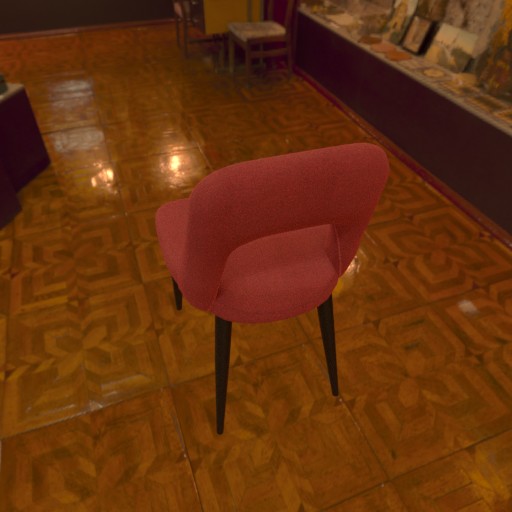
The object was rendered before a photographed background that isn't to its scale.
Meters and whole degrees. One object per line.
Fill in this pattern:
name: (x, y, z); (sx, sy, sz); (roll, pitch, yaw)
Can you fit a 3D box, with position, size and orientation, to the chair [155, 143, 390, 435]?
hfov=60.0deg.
chair: (0.000, 0.000, 1.211); (0.483, 0.892, 0.569); (-13, 44, -14)
